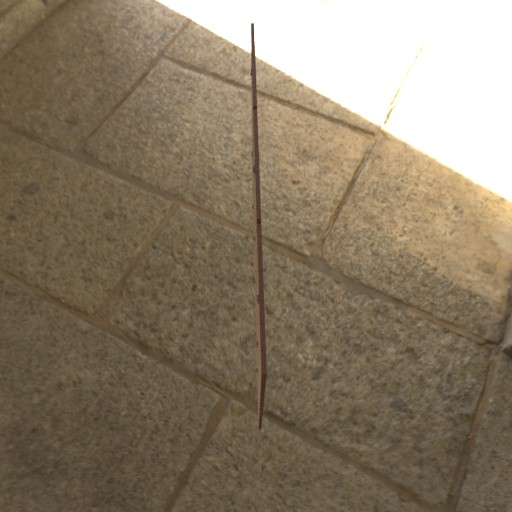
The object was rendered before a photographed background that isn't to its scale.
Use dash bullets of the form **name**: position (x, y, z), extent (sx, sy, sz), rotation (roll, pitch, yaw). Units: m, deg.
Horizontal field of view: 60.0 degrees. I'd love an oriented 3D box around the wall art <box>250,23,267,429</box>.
- **wall art**: position (0.000, 0.000, 1.825), extent (0.019, 1.218, 1.221), rotation (-1, 63, -1)
